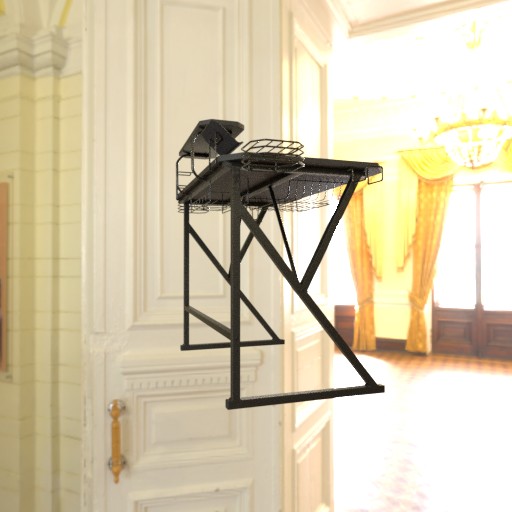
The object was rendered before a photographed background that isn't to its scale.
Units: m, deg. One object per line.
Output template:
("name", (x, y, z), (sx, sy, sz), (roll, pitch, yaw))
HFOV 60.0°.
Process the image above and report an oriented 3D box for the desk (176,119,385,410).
("desk", (0.000, 0.000, 1.748), (0.580, 0.880, 1.290), (0, 0, -18))
